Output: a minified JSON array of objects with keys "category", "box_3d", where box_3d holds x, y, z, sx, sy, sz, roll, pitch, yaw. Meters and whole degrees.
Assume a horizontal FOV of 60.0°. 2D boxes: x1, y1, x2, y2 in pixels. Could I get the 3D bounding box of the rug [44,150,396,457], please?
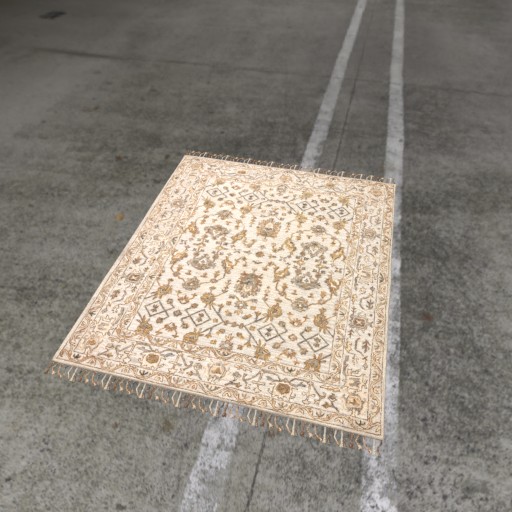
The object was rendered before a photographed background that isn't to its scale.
[{"category":"rug","box_3d":[0.000,0.000,4.029,2.426,0.034,3.061,10,46,10]}]
